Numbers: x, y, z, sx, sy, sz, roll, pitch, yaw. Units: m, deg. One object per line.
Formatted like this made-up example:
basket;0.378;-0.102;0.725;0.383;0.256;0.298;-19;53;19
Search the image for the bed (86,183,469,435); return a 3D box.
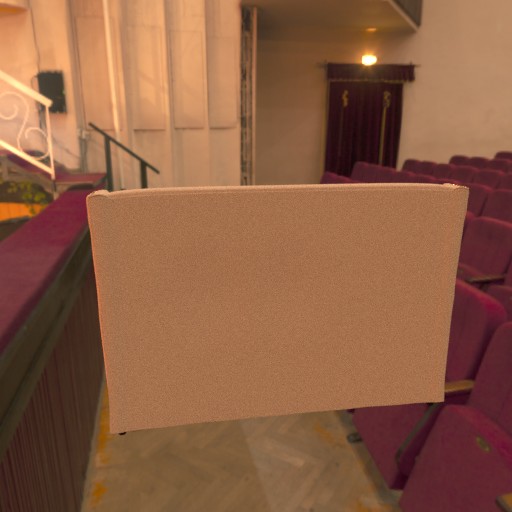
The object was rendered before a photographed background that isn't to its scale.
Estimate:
bed;0.000;0.000;3.389;1.925;1.332;2.276;-2;16;-8
